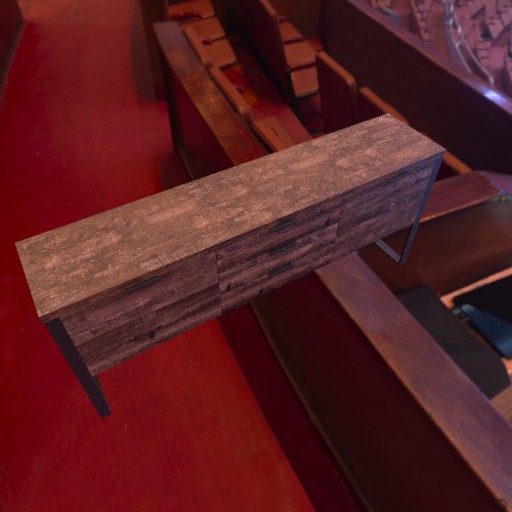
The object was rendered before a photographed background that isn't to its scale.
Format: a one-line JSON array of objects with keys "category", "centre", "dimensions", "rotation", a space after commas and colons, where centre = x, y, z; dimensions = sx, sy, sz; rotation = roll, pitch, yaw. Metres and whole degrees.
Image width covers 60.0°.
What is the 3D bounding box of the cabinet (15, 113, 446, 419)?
[{"category": "cabinet", "centre": [0.000, 0.000, 2.084], "dimensions": [1.800, 0.762, 0.395], "rotation": [-24, 51, -21]}]
